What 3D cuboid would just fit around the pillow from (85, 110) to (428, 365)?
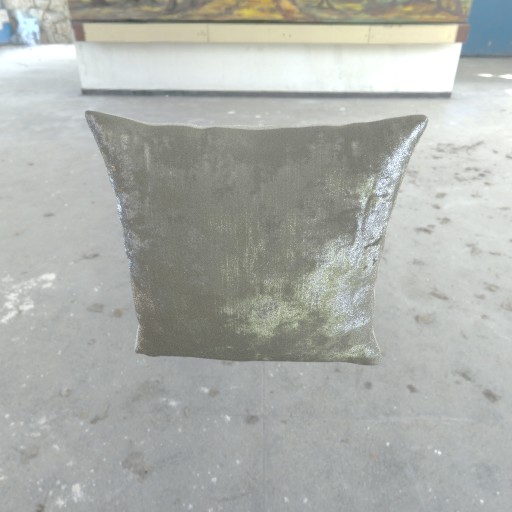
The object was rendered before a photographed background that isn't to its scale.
[{"bbox_3d":[0.000,0.000,0.723,0.470,0.464,0.175,1,31,1],"label":"pillow"}]
